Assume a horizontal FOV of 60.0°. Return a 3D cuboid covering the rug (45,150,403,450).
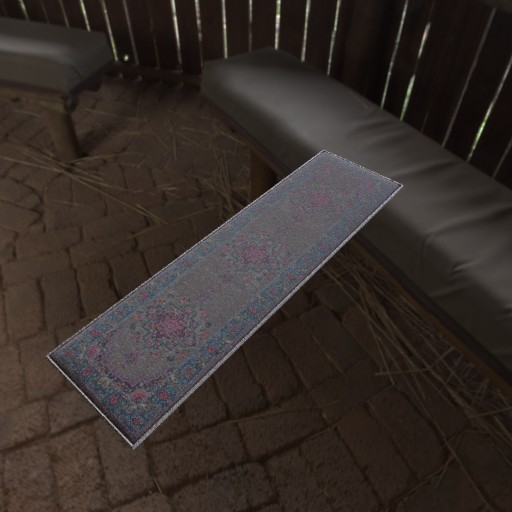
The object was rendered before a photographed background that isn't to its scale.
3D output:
[{"bbox_3d":[0.000,0.000,2.541,0.659,0.019,2.297,32,54,27],"label":"rug"}]
